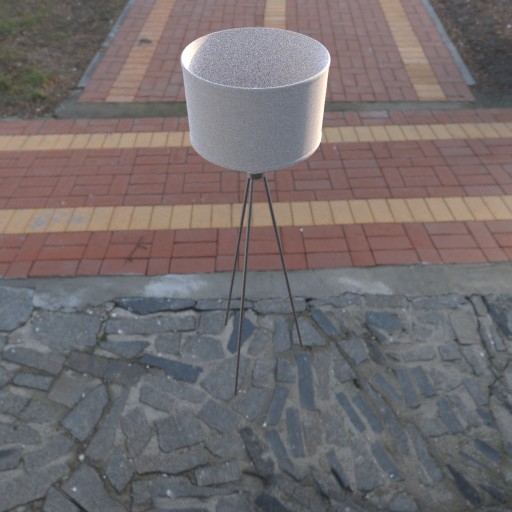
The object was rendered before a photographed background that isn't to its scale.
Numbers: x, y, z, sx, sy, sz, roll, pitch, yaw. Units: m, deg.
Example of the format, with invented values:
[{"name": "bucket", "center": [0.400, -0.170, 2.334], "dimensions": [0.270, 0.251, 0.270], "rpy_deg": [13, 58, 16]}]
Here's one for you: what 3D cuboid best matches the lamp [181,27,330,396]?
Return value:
[{"name": "lamp", "center": [0.000, 0.000, 1.755], "dimensions": [0.448, 1.545, 0.458], "rpy_deg": [11, 47, 10]}]
